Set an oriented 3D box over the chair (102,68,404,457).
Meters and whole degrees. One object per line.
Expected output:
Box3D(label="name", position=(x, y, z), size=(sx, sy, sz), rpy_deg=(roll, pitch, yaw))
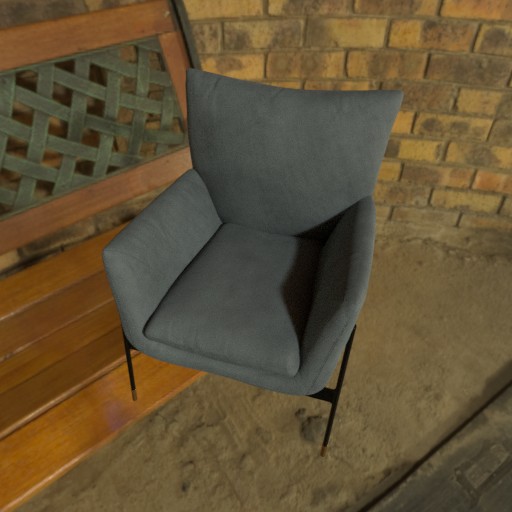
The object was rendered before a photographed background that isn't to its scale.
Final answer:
Box3D(label="chair", position=(0.000, 0.000, 1.366), size=(0.678, 0.858, 0.709), rpy_deg=(11, 42, 13))
